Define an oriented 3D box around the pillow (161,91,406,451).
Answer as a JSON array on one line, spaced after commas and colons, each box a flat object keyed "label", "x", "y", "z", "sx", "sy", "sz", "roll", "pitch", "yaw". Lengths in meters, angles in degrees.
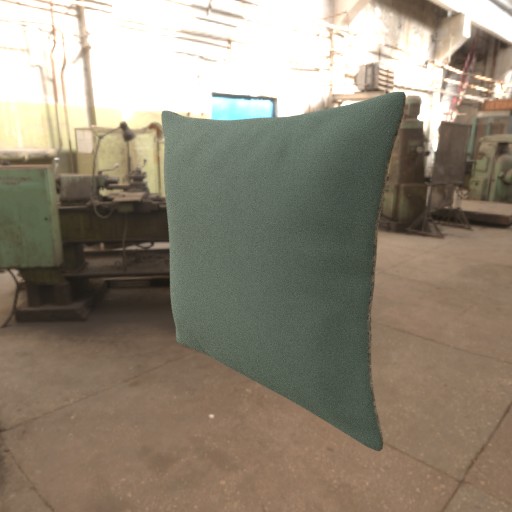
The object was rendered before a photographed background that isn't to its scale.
[{"label": "pillow", "x": 0.000, "y": 0.000, "z": 0.774, "sx": 0.166, "sy": 0.507, "sz": 0.526, "roll": -14, "pitch": 20, "yaw": -42}]
